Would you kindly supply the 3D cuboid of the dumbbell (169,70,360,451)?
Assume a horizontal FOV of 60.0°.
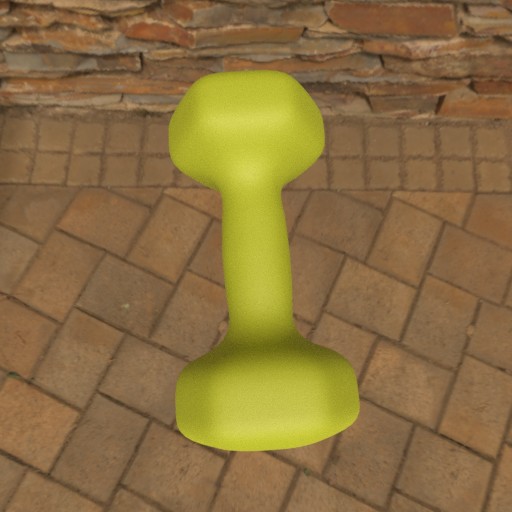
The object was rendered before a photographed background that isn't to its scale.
[{"bbox_3d":[0.000,0.000,0.206,0.080,0.072,0.164,-4,75,-1],"label":"dumbbell"}]
